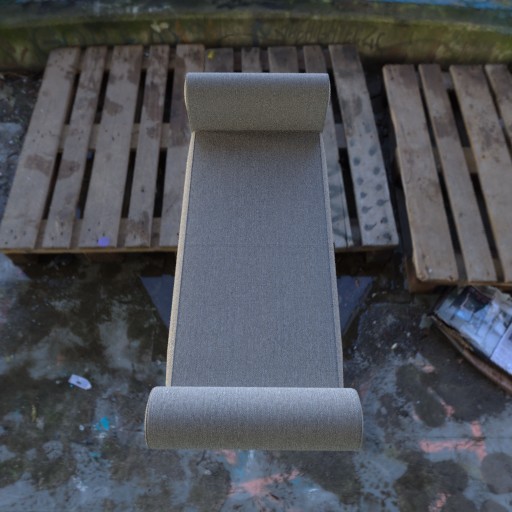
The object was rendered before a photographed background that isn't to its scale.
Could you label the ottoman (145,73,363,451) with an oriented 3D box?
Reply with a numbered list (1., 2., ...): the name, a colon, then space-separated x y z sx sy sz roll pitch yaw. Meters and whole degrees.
1. ottoman: 0.000 0.000 1.526 0.521 0.547 1.256 0 62 0
